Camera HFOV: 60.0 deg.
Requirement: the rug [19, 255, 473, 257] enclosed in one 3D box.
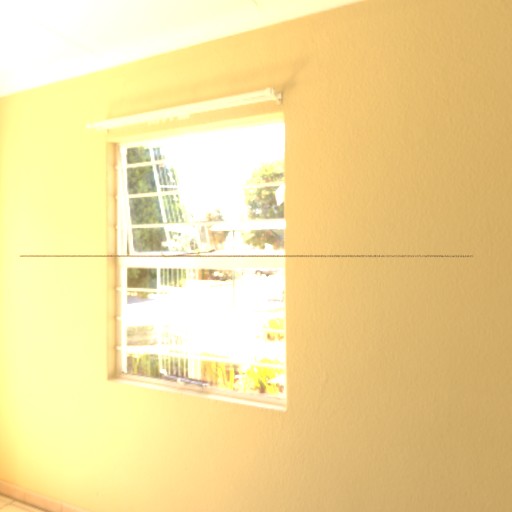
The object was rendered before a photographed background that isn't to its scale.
[{"bbox_3d":[0.000,0.000,2.171,1.752,0.006,1.142,0,0,17],"label":"rug"}]
